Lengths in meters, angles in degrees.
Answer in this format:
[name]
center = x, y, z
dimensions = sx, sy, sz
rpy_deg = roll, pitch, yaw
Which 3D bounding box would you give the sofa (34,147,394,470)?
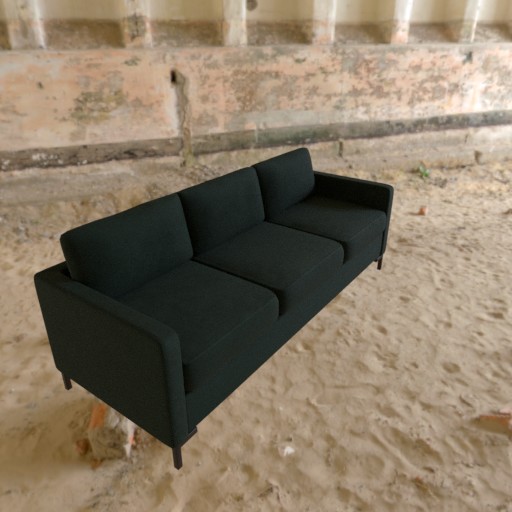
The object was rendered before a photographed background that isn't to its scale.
[sofa]
center = 0.000, 0.000, 2.631
dimensions = 0.859, 0.870, 2.218
rpy_deg = 18, 32, 32
